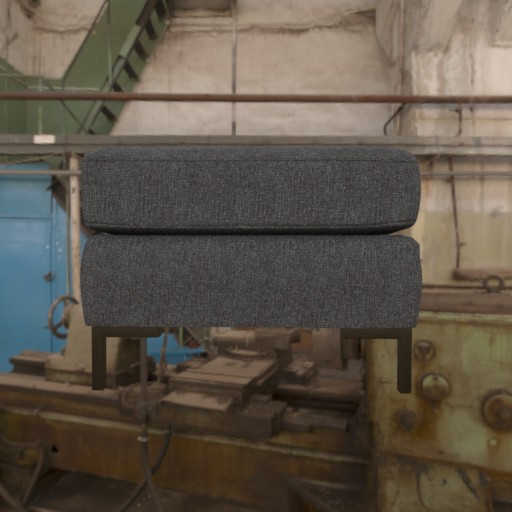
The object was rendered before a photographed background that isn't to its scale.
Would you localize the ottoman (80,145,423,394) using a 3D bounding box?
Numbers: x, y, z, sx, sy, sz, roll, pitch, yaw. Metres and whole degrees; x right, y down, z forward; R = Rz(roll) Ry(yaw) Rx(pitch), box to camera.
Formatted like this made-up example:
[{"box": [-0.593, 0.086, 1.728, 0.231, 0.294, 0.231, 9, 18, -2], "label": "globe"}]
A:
[{"box": [0.000, 0.000, 1.284, 0.695, 0.533, 0.831, 0, 1, 2], "label": "ottoman"}]
